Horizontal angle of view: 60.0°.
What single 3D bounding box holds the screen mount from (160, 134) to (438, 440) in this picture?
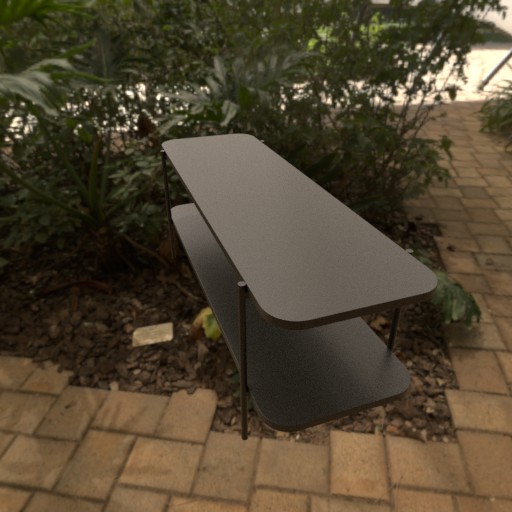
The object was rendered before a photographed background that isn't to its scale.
[{"bbox_3d":[0.000,0.000,1.389,0.400,0.447,1.200,-10,32,-17],"label":"screen mount"}]
